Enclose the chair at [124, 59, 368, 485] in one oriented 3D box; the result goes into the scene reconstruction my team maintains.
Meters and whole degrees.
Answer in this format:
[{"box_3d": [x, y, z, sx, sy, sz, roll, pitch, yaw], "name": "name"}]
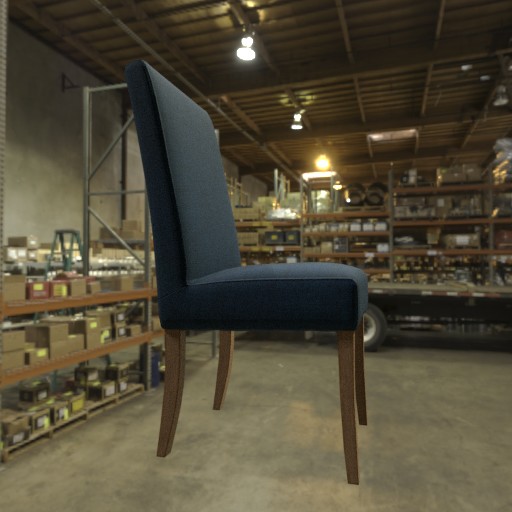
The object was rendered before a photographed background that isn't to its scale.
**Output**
[{"box_3d": [0.000, 0.000, 1.278, 0.610, 1.029, 0.450, 0, -1, 17], "name": "chair"}]
